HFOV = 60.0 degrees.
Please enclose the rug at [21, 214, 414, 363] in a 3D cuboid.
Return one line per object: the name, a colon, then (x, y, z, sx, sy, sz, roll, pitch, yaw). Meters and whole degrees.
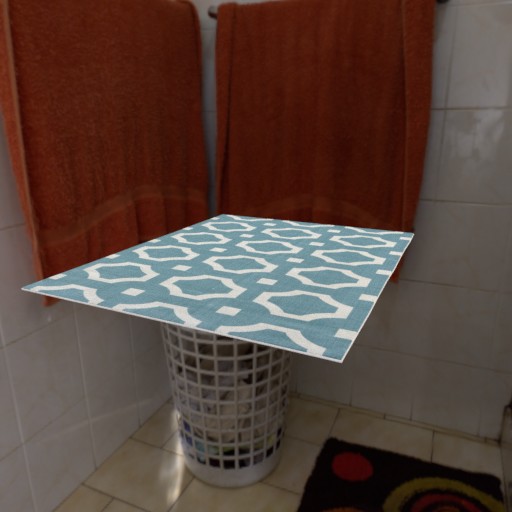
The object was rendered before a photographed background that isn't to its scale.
rug: (0.000, 0.000, 4.144, 2.466, 0.021, 3.049, 8, 19, 24)
